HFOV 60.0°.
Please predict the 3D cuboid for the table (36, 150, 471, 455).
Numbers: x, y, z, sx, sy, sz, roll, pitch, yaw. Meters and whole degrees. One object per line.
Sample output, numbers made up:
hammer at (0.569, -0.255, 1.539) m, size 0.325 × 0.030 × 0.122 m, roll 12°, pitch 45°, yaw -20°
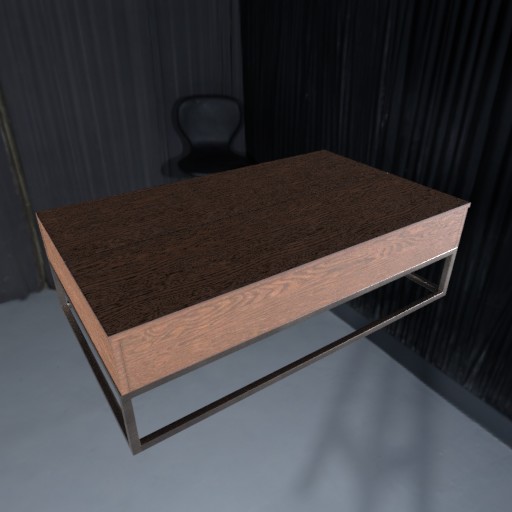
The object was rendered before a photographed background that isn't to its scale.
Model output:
table at (0.000, 0.000, 1.478) m, size 1.167 × 0.361 × 0.719 m, roll -19°, pitch 35°, yaw -29°
